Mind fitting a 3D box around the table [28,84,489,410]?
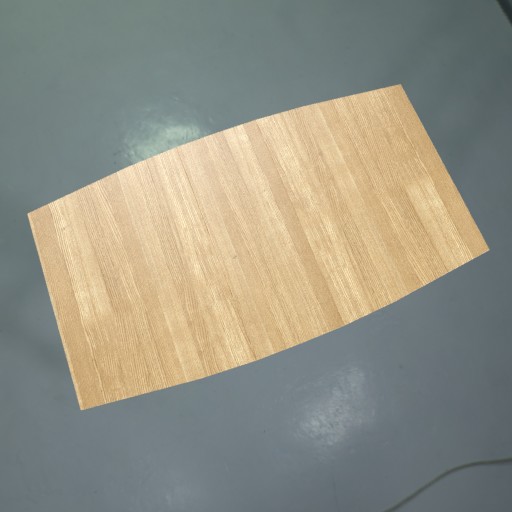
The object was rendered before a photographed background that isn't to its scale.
[{"bbox_3d":[0.000,0.000,2.057,1.598,0.748,0.900,-20,76,-5],"label":"table"}]
